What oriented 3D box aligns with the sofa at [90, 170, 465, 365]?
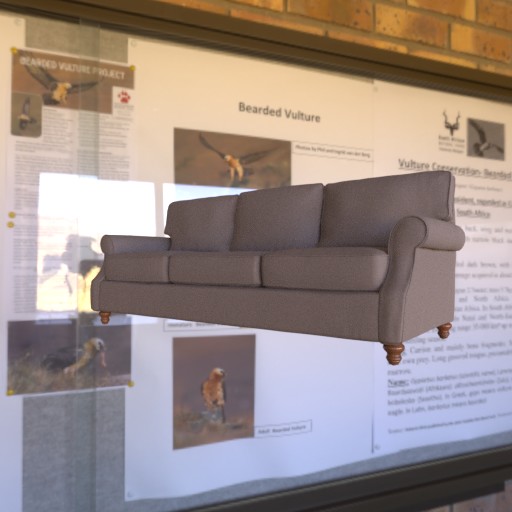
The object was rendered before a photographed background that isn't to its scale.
[{"bbox_3d":[0.000,0.000,2.816,2.353,0.948,0.966,-1,-1,37],"label":"sofa"}]
